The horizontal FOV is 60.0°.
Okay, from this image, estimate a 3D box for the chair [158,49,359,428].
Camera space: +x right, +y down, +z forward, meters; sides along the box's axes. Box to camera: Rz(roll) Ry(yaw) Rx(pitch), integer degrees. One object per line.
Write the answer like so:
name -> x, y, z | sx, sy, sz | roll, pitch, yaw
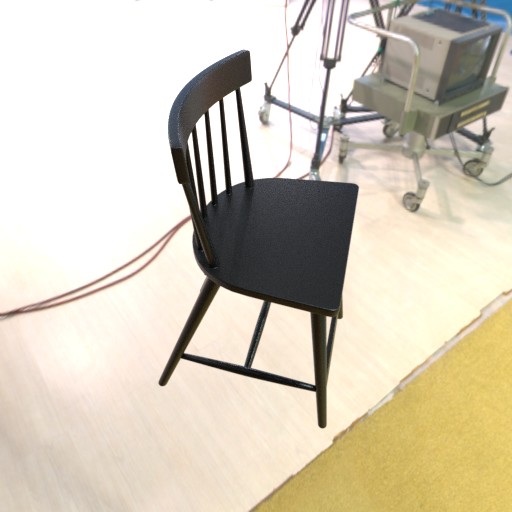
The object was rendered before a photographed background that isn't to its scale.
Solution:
chair -> 0.000, 0.000, 1.257 | 0.572, 0.952, 0.483 | 10, 46, 10
